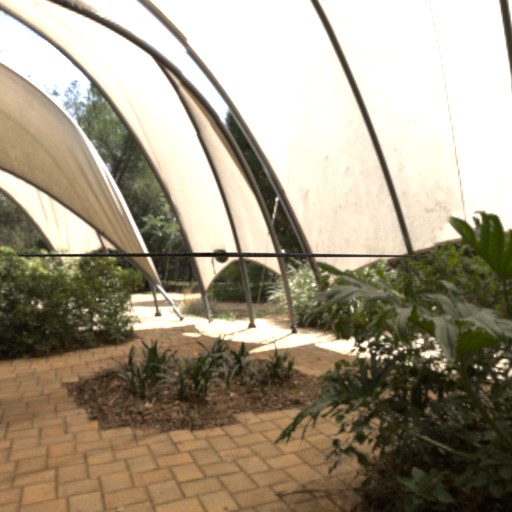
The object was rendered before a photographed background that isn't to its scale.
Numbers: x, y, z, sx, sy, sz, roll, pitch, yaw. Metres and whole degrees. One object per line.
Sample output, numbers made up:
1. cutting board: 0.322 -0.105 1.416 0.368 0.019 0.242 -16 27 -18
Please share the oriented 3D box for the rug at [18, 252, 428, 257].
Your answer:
1. rug: 0.000 0.000 2.178 1.139 0.010 1.754 0 0 37
